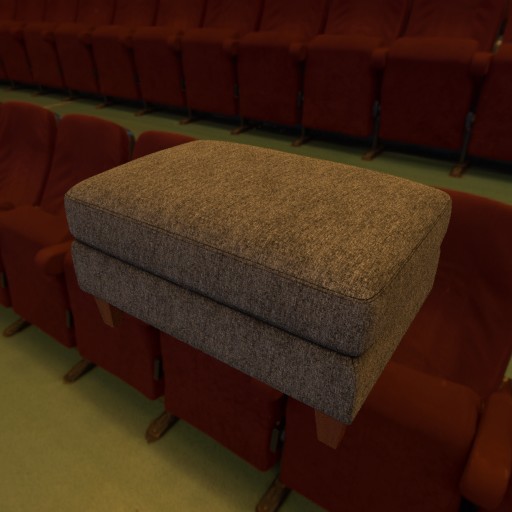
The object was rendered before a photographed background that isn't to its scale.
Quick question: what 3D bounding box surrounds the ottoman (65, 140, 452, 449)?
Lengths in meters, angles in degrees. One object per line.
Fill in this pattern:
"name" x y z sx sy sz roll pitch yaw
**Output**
"ottoman" 0.000 0.000 1.218 0.864 0.483 0.584 19 36 29
